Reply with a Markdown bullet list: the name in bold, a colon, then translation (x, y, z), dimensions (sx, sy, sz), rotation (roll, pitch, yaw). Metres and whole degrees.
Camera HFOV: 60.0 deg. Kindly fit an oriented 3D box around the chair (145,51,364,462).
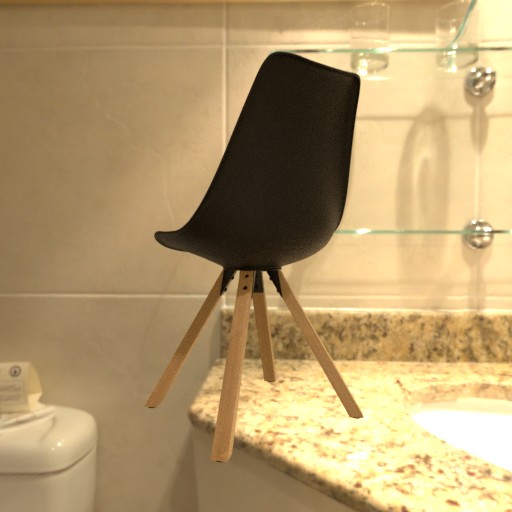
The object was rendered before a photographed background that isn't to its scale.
- **chair**: translation (0.000, 0.000, 1.183), dimensions (0.485, 0.850, 0.549), rotation (-1, 1, -35)
